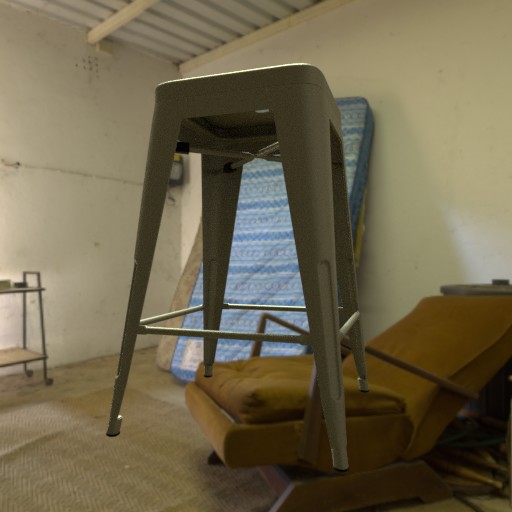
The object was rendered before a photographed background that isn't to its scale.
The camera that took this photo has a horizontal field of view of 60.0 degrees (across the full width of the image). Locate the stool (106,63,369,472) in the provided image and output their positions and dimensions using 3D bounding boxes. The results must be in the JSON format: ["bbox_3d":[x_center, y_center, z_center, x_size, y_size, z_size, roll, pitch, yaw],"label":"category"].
[{"bbox_3d":[0.000,0.000,0.874,0.406,0.610,0.406,0,0,19],"label":"stool"}]
